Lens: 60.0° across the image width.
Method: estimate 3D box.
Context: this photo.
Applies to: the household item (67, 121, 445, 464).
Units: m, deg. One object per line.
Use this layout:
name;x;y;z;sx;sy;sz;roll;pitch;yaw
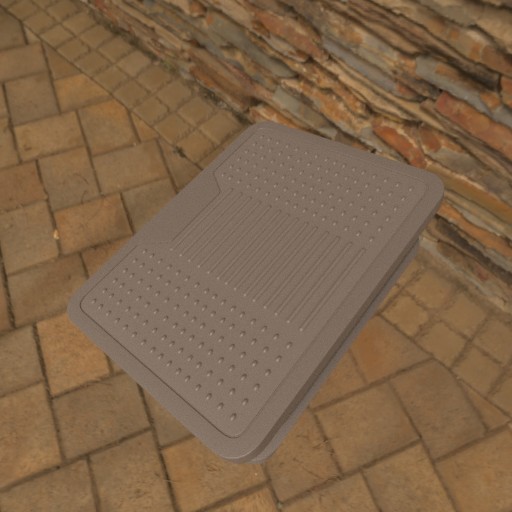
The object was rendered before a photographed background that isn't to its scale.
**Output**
household item;0.000;0.000;0.535;0.301;0.126;0.390;36;69;16
